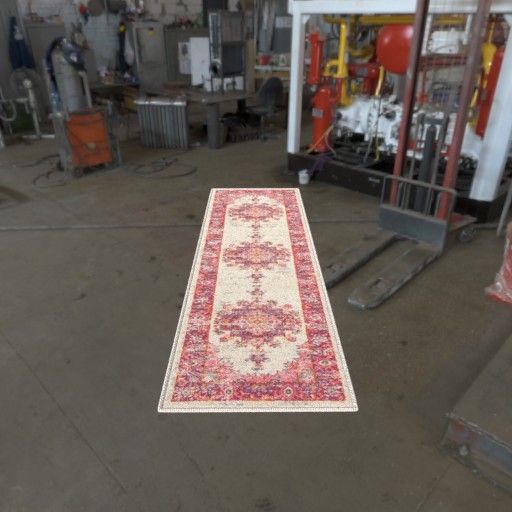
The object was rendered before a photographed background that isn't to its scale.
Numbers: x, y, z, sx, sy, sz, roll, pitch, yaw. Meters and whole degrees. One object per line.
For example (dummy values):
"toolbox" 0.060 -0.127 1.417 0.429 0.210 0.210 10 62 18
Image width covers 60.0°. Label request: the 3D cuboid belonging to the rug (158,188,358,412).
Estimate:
"rug" 0.000 0.000 2.031 0.562 0.009 1.824 0 28 0
